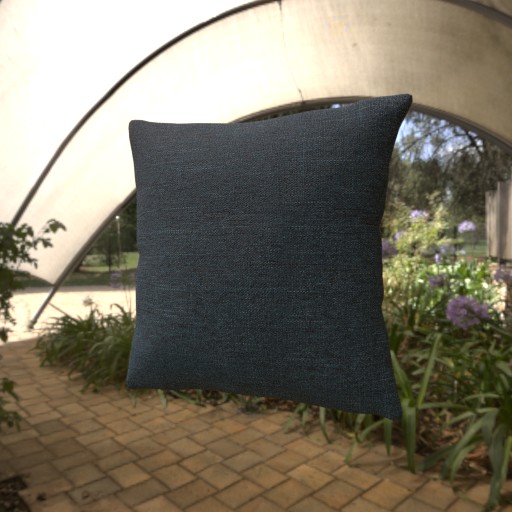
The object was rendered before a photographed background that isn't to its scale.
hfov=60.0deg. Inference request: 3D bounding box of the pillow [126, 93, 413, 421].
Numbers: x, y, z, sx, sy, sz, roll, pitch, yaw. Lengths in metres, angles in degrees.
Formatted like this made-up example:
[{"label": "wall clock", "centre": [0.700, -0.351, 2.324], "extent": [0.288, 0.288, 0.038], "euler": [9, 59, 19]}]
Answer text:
[{"label": "pillow", "centre": [0.000, 0.000, 0.655], "extent": [0.435, 0.435, 0.159], "euler": [0, 0, 18]}]
